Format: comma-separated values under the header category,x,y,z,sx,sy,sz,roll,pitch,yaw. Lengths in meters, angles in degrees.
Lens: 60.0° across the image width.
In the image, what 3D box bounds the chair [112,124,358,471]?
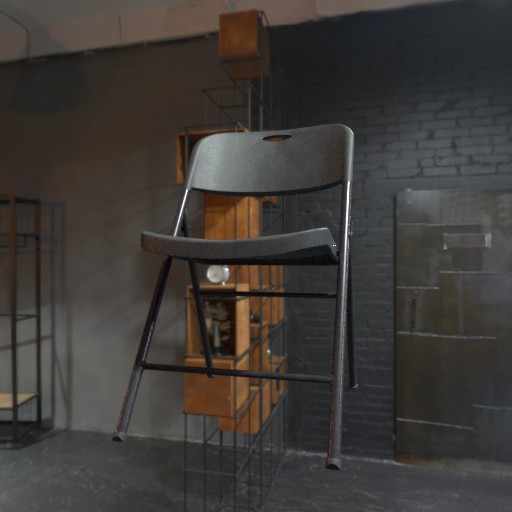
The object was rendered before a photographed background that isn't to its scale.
category,x,y,z,sx,sy,sz,roll,pitch,yaw
chair,0.000,0.000,1.165,0.494,0.810,0.566,0,0,16
